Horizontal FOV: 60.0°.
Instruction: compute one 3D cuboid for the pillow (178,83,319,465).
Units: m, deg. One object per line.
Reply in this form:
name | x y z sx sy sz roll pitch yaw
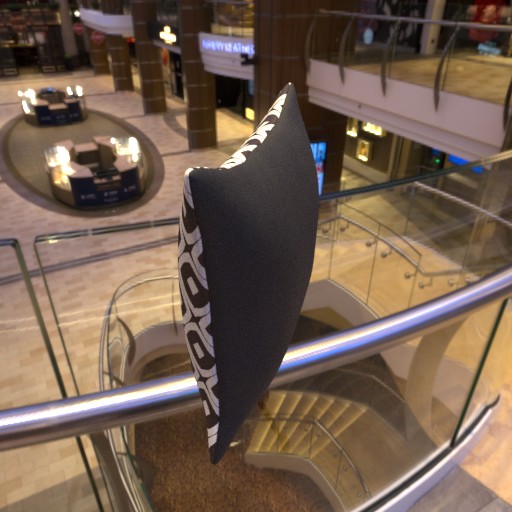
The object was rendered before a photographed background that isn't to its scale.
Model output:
pillow | 0.000 0.000 0.779 0.188 0.494 0.504 8 33 13
